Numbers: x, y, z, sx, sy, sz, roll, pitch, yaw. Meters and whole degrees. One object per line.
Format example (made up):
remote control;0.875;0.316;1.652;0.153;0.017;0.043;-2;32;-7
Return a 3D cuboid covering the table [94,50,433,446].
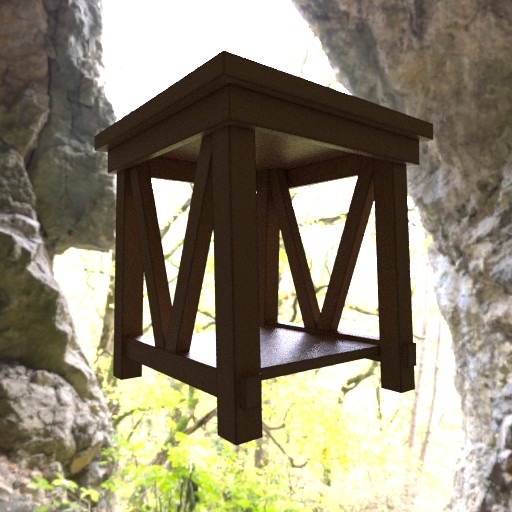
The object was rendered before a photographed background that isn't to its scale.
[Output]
table;0.000;0.000;1.120;0.610;0.638;0.612;1;-1;-38
